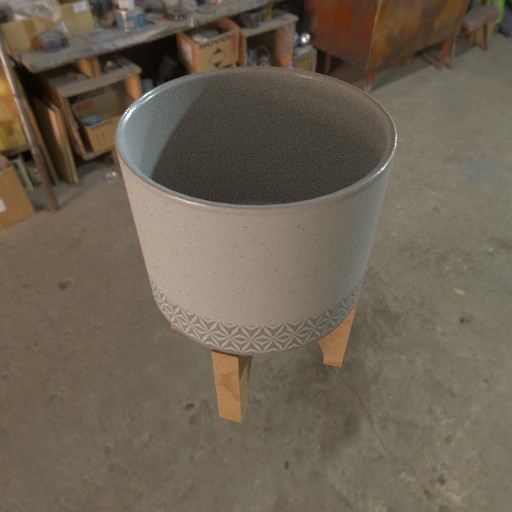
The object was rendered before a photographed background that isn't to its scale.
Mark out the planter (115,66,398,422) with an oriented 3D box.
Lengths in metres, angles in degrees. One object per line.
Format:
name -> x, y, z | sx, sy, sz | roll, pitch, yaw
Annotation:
planter -> 0.000, 0.000, 0.270 | 0.130, 0.178, 0.130 | 0, 45, 0
